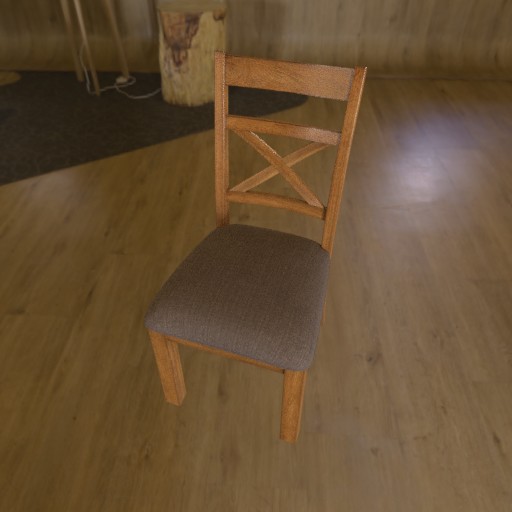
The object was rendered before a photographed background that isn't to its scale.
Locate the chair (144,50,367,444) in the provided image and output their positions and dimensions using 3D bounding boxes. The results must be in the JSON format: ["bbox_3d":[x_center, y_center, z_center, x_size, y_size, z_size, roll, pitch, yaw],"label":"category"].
[{"bbox_3d":[0.000,0.000,1.285,0.470,0.949,0.581,13,43,14],"label":"chair"}]
